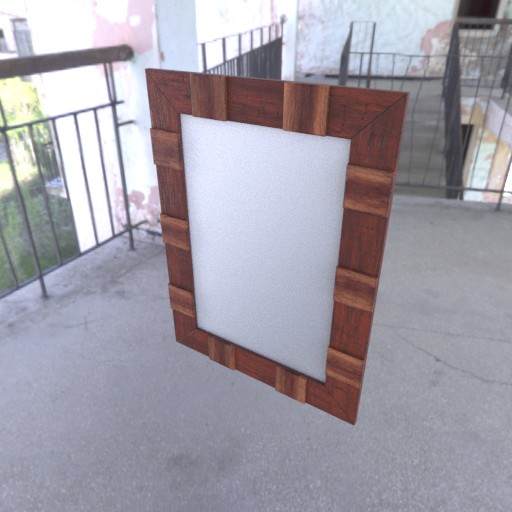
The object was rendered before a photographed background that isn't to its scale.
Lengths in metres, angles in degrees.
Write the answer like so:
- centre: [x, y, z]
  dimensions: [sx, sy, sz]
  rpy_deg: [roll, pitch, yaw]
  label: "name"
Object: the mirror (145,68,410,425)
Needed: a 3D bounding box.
- centre: [0.000, 0.000, 1.074]
  dimensions: [0.600, 0.805, 0.021]
  rpy_deg: [18, 34, 28]
  label: "mirror"
